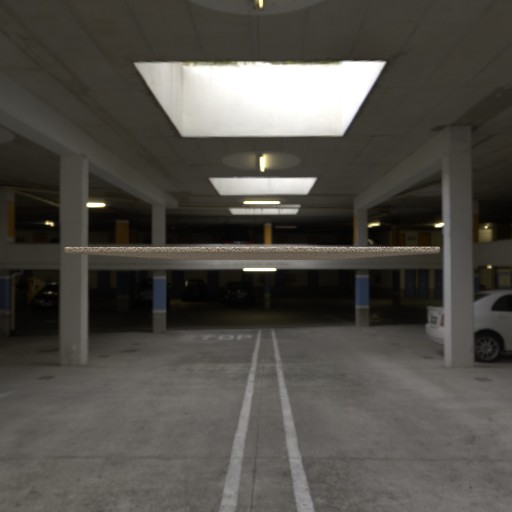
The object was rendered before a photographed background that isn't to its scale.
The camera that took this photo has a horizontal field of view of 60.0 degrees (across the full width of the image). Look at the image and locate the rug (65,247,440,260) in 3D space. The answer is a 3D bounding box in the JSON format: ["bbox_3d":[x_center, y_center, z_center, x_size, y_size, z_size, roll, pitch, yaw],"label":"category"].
[{"bbox_3d":[0.000,0.000,2.941,1.500,0.025,2.346,0,-1,1],"label":"rug"}]
